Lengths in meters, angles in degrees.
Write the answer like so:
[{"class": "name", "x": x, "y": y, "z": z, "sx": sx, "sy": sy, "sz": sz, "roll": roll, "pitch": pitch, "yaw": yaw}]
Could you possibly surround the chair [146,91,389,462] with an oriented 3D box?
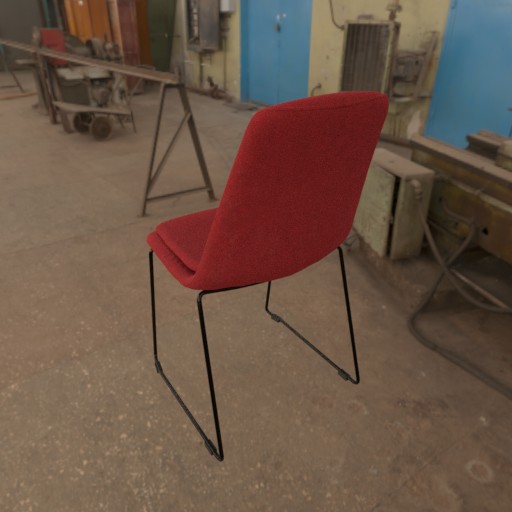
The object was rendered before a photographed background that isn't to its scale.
[{"class": "chair", "x": 0.000, "y": 0.000, "z": 1.137, "sx": 0.479, "sy": 0.858, "sz": 0.518, "roll": -18, "pitch": 34, "yaw": -29}]
